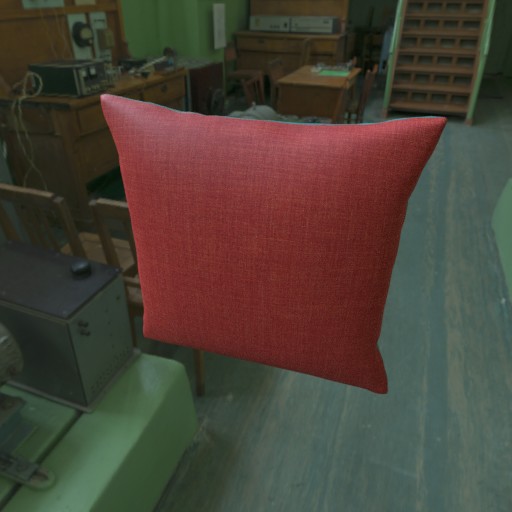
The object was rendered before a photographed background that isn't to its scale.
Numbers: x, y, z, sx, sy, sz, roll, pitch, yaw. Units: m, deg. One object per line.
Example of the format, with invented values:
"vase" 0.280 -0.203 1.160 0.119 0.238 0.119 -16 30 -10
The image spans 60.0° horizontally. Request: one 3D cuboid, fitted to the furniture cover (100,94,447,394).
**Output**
"furniture cover" 0.000 0.000 0.764 0.517 0.508 0.158 9 33 15
